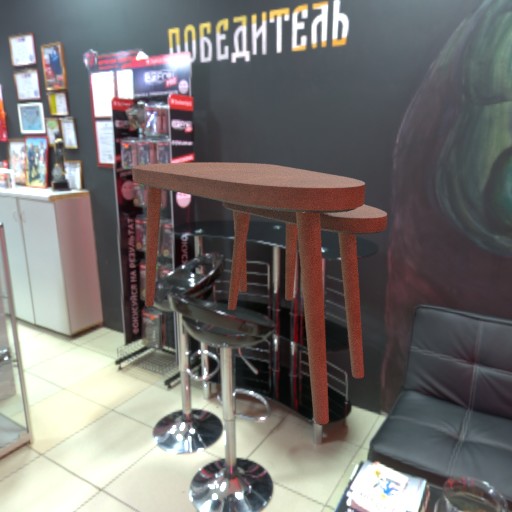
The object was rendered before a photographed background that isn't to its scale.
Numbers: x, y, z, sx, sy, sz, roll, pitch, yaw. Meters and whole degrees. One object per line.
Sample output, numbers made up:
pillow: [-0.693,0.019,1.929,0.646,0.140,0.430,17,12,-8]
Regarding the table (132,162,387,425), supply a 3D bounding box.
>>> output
table: [0.000,0.000,1.558,0.701,0.595,1.190,-7,16,-24]
